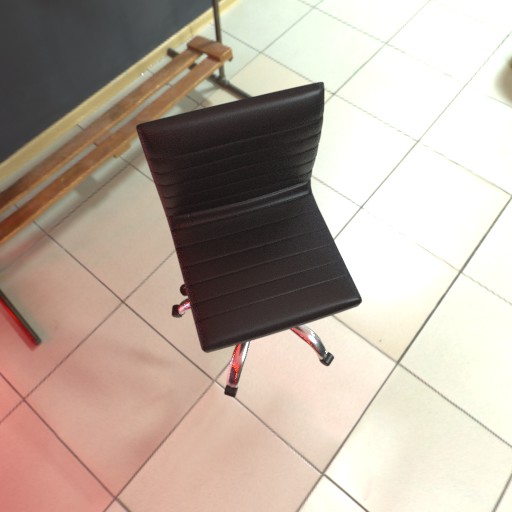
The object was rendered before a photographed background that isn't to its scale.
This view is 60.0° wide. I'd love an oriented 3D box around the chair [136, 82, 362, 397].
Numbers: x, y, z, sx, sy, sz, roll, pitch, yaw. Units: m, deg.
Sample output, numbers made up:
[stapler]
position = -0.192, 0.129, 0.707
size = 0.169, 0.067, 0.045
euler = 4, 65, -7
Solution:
[chair]
position = 0.000, 0.000, 1.155
size = 0.556, 0.780, 0.530
euler = -16, 65, -8
